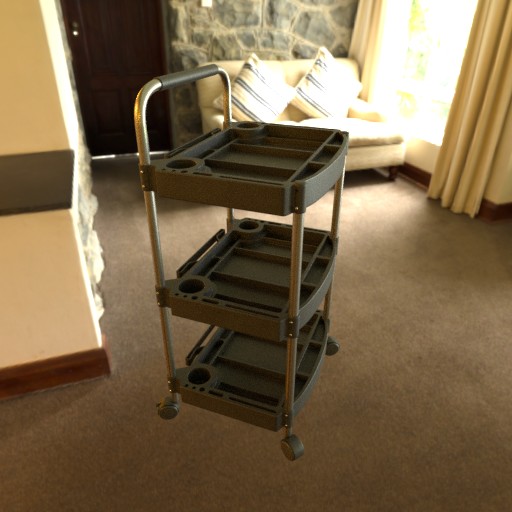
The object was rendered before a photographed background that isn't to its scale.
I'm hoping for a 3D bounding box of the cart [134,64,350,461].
[{"bbox_3d":[0.000,0.000,1.401,0.518,1.075,0.584,11,31,19],"label":"cart"}]
